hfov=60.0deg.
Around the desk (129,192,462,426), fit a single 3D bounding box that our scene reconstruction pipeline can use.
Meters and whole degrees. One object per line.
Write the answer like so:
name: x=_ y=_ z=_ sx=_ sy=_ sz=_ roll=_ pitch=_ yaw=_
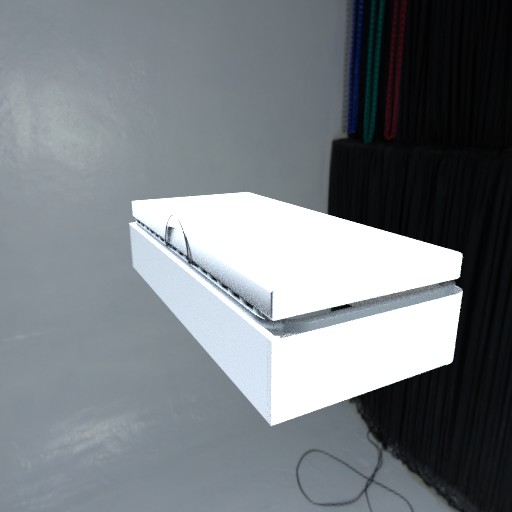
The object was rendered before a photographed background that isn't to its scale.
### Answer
desk: x=0.000 y=0.000 z=2.359 sx=0.900 sy=0.526 sz=1.900 roll=-9 pitch=19 yaw=-27
